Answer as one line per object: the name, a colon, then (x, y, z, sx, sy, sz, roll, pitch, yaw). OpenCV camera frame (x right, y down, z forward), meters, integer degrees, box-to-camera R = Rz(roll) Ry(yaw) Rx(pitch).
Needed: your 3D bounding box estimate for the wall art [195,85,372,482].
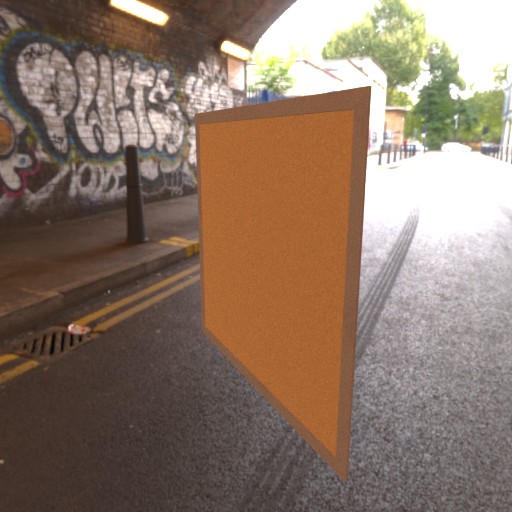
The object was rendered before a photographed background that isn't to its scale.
wall art: (0.000, 0.000, 1.644, 0.025, 1.067, 1.168, -7, 16, -26)
